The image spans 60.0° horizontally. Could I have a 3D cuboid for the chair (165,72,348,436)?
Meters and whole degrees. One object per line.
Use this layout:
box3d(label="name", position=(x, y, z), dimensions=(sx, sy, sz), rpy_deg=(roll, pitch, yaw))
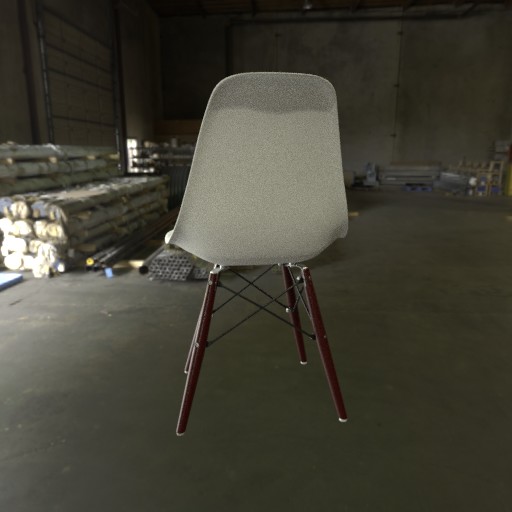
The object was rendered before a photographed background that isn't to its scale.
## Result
box3d(label="chair", position=(0.000, 0.000, 1.171), dimensions=(0.470, 0.826, 0.533), rpy_deg=(-2, 14, -10))
